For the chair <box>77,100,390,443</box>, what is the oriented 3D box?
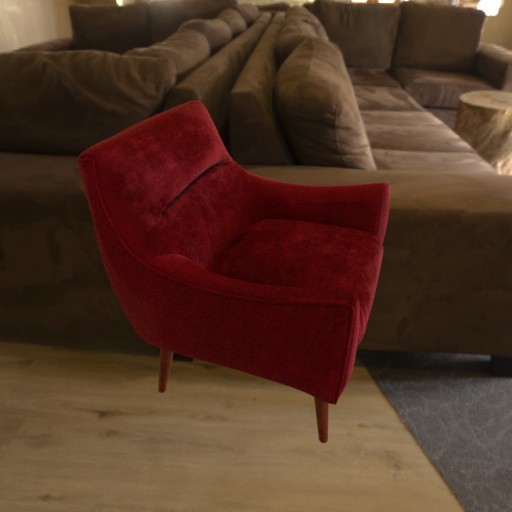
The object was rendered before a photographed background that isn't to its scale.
[{"bbox_3d":[0.000,0.000,1.462,0.787,0.838,0.762,11,33,17],"label":"chair"}]
